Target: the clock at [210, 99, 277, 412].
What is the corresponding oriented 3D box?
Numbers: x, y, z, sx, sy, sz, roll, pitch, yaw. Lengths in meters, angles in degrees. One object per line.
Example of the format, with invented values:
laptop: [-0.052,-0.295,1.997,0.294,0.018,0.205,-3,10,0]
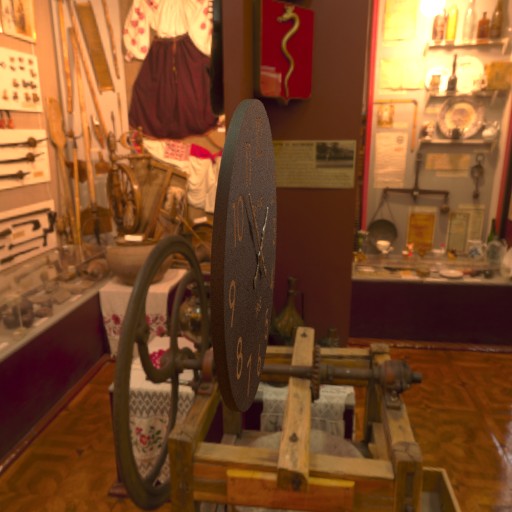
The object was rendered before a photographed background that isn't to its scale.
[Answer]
clock: [0.000,0.000,0.893,0.029,0.595,0.595,3,15,9]
